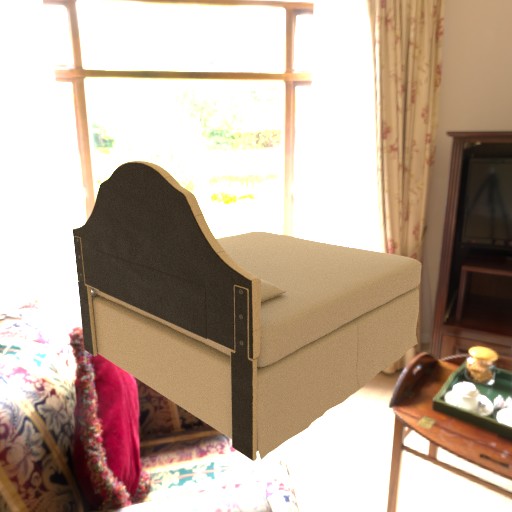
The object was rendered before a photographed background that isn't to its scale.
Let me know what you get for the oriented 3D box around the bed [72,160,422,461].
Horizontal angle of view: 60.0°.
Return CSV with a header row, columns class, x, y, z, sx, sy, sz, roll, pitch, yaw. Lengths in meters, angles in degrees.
class,x,y,z,sx,sy,sz,roll,pitch,yaw
bed,0.000,0.000,3.557,2.012,1.555,2.086,13,19,42
